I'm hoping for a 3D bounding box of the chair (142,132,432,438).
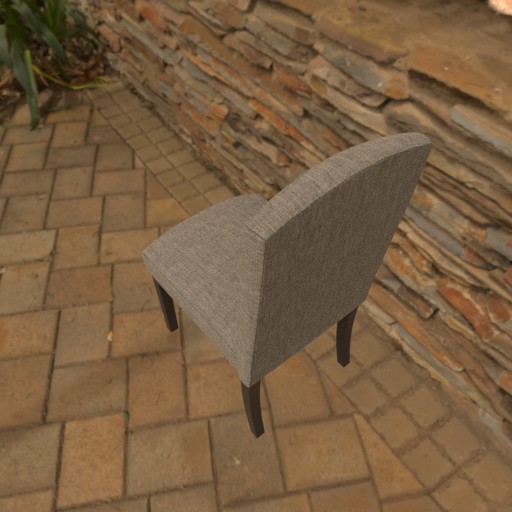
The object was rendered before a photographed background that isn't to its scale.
[{"bbox_3d":[0.000,0.000,1.233,0.451,0.917,0.580,-31,54,-26],"label":"chair"}]
